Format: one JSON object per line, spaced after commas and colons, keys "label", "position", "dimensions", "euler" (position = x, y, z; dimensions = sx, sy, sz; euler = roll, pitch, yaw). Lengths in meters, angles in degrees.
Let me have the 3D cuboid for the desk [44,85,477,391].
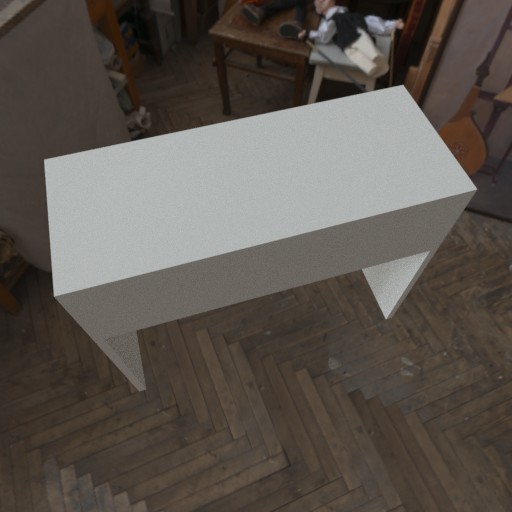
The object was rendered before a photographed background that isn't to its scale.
{"label": "desk", "position": [0.000, 0.000, 1.437], "dimensions": [1.000, 0.790, 0.400], "euler": [-14, 60, -8]}
